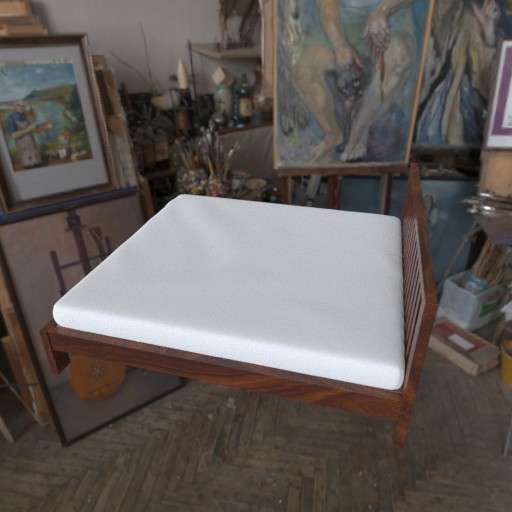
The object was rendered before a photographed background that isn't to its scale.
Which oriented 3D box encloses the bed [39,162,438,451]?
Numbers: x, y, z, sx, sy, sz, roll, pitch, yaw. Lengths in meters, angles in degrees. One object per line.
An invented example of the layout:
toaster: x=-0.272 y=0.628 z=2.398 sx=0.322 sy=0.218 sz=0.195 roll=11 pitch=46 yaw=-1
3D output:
bed: x=0.000 y=0.000 z=3.022 sx=2.030 sy=0.890 sz=1.905 roll=8 pitch=30 yaw=13
